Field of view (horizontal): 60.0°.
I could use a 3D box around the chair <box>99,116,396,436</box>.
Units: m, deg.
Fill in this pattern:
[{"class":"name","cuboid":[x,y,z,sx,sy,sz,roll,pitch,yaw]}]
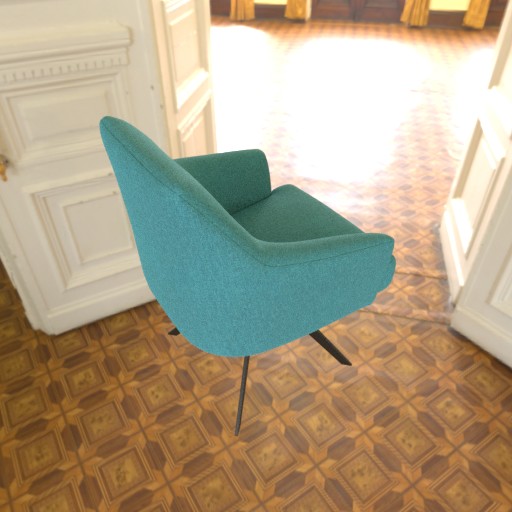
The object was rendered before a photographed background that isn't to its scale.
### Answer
[{"class":"chair","cuboid":[0.000,0.000,1.336,0.677,0.874,0.642,-23,44,-25]}]
